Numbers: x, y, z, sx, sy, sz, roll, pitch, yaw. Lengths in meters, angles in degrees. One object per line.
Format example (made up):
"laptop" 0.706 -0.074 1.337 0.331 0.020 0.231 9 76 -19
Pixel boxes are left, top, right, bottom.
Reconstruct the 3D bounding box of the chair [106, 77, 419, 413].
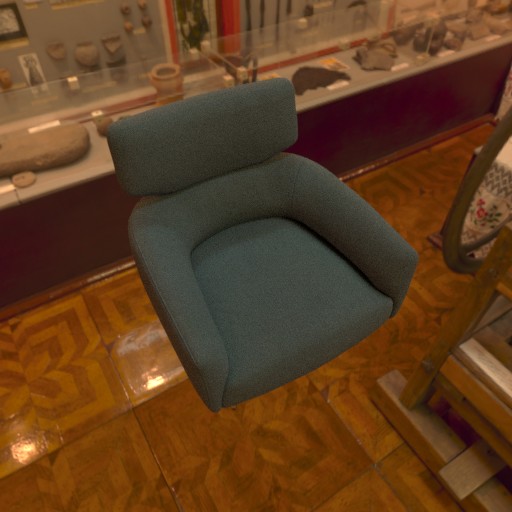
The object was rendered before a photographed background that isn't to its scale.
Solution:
"chair" 0.000 0.000 1.446 0.738 0.813 0.761 -23 51 -20
